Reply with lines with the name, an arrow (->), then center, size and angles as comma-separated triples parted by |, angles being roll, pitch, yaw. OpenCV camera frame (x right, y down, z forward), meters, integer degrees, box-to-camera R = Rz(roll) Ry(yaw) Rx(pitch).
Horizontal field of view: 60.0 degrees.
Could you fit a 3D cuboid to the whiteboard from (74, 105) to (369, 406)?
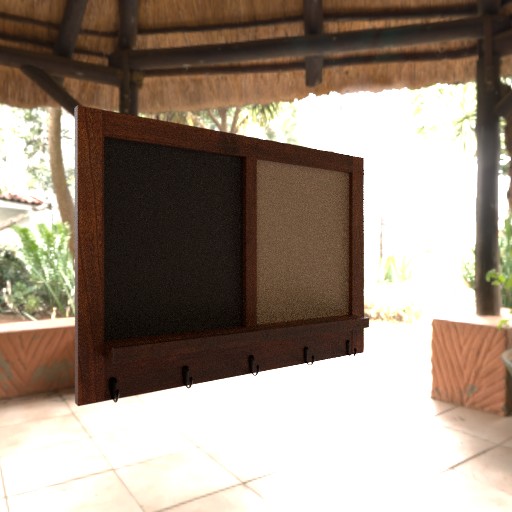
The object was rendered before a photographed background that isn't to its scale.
whiteboard -> 0.000, 0.000, 1.014 | 0.768, 0.553, 0.083 | 0, 0, -35
